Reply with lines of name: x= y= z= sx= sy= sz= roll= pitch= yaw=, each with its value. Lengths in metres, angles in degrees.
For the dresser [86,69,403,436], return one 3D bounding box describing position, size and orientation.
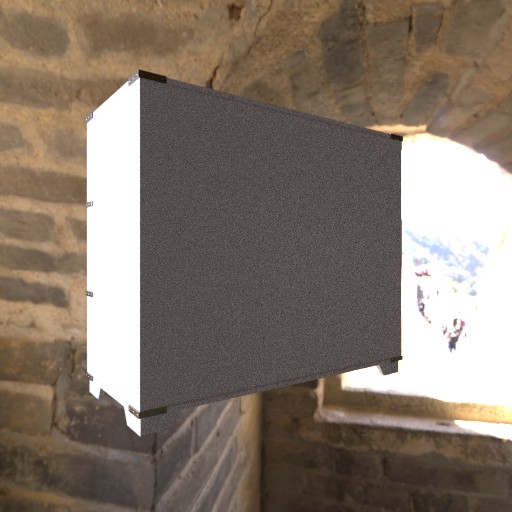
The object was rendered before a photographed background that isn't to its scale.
dresser: x=0.000 y=0.000 z=1.540 sx=1.022 sy=0.891 sz=0.460 roll=0 pitch=0 yaw=-36
